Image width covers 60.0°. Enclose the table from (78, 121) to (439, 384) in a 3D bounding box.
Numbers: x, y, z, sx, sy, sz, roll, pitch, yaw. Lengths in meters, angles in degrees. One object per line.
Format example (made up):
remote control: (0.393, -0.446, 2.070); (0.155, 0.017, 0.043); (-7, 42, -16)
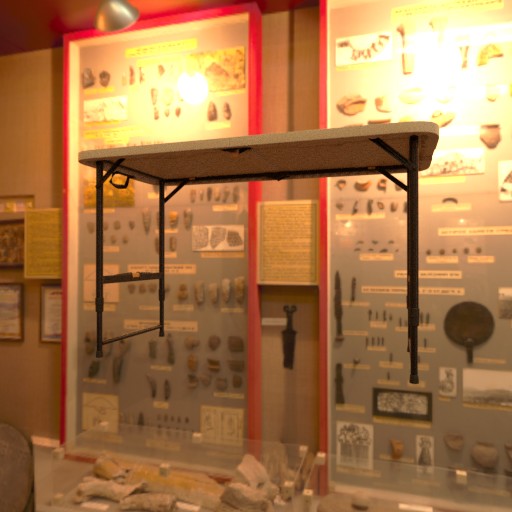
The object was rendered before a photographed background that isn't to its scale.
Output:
table: (0.000, 0.000, 1.664); (1.245, 0.737, 0.611); (0, 0, 18)
